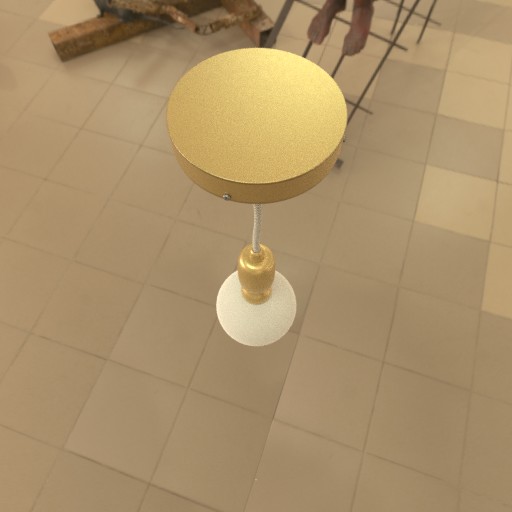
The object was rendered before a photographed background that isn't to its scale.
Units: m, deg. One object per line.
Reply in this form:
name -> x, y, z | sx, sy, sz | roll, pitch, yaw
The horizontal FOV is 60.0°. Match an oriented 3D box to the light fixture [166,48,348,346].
light fixture -> 0.000, 0.000, 0.577 | 0.147, 0.510, 0.146 | 17, 64, 8
